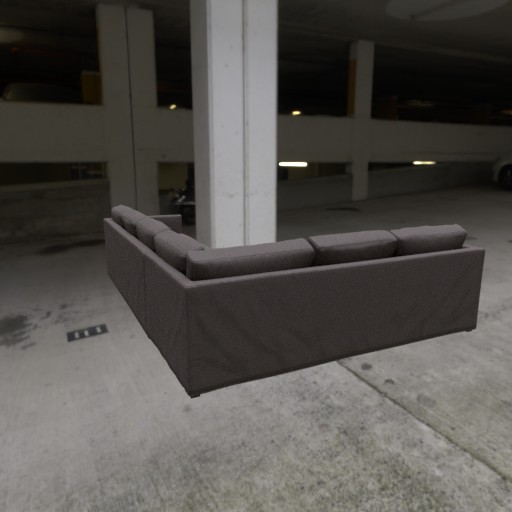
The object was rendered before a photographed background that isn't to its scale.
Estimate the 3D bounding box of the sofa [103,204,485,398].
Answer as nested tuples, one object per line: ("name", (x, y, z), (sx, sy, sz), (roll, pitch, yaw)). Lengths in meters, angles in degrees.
("sofa", (0.000, 0.000, 4.354), (2.432, 0.871, 3.182), (-6, 14, -25))
